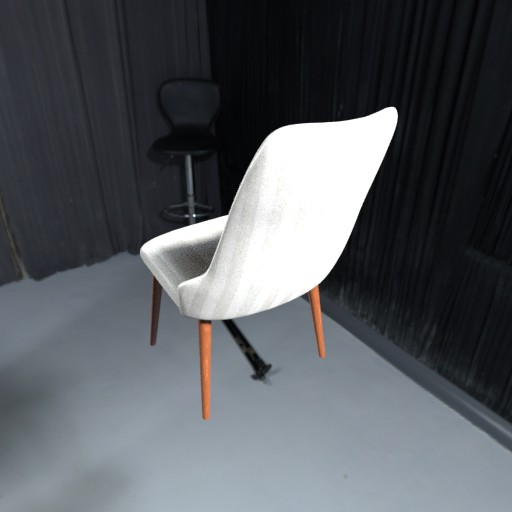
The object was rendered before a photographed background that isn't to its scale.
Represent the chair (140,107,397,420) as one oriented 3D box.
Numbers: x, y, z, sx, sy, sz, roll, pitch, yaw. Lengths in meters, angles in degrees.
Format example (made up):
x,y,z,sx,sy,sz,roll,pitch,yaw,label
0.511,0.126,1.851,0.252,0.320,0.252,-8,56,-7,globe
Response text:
x,y,z,sx,sy,sz,roll,pitch,yaw,label
0.000,0.000,1.298,0.526,0.917,0.684,-19,35,-29,chair
